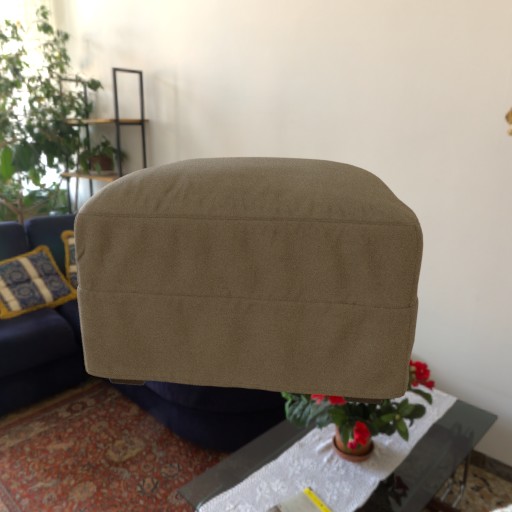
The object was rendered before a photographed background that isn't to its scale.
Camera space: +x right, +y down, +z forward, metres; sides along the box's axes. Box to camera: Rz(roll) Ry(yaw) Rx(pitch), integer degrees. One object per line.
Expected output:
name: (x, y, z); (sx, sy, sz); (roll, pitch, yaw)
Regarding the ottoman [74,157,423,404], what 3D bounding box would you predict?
ottoman: (0.000, 0.000, 1.102); (0.712, 0.480, 0.584); (2, 15, 8)
